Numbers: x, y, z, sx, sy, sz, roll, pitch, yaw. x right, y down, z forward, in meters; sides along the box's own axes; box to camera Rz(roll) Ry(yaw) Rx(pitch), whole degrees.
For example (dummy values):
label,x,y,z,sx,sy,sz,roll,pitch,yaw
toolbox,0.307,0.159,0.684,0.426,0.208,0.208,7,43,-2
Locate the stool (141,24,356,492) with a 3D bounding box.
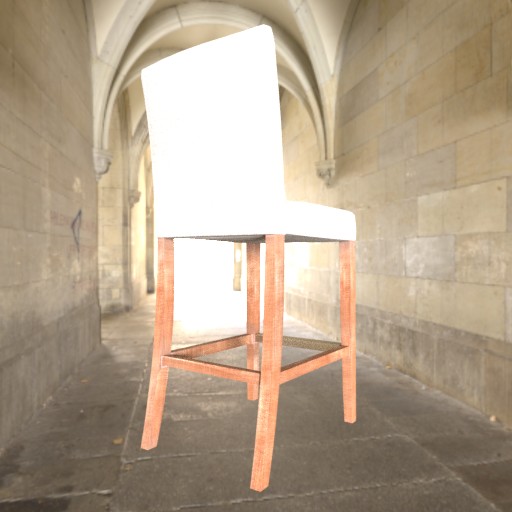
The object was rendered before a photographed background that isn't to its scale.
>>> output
label,x,y,z,sx,sy,sz,roll,pitch,yaw
stool,0.000,0.000,1.360,0.439,1.088,0.570,0,0,35
